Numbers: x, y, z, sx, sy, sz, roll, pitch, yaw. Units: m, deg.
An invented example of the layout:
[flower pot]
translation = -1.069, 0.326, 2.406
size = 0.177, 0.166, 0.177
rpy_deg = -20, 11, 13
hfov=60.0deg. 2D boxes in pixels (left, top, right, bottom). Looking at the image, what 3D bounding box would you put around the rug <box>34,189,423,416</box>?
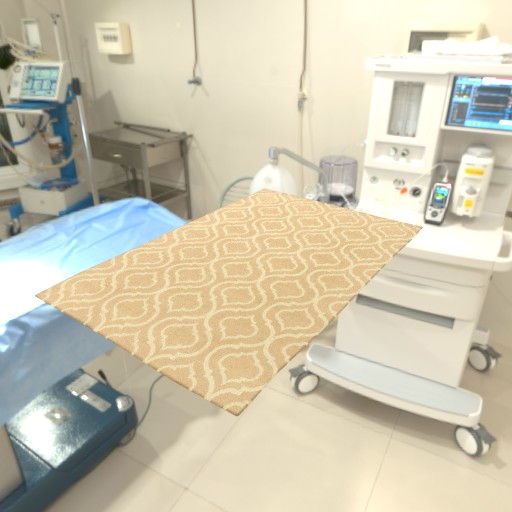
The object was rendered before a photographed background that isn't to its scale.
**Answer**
[rug]
translation = 0.000, 0.000, 2.266
size = 1.152, 0.013, 1.761
rpy_deg = 19, 33, 32
